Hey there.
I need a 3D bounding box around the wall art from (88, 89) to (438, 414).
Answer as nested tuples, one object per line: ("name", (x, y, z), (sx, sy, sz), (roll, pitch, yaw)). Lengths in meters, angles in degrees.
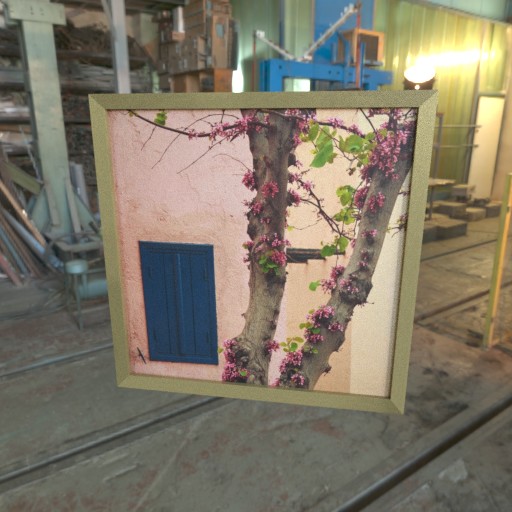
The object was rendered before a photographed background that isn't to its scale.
("wall art", (0.000, 0.000, 0.442), (0.304, 0.305, 0.038), (3, 16, 9))
